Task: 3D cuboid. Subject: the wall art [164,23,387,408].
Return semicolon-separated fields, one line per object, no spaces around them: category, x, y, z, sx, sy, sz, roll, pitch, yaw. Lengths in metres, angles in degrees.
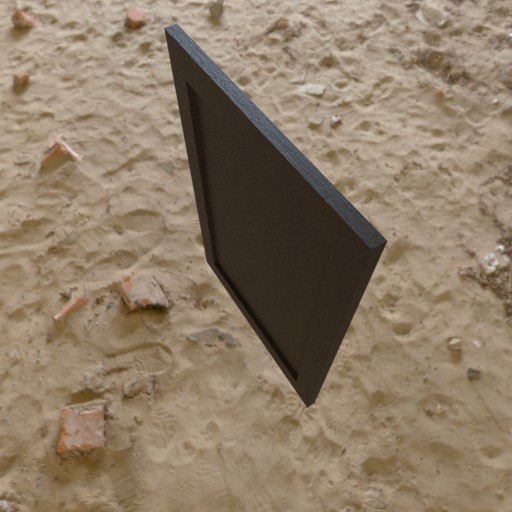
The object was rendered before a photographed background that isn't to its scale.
wall art;0.000;0.000;0.645;0.017;0.513;0.359;-29;62;-17
